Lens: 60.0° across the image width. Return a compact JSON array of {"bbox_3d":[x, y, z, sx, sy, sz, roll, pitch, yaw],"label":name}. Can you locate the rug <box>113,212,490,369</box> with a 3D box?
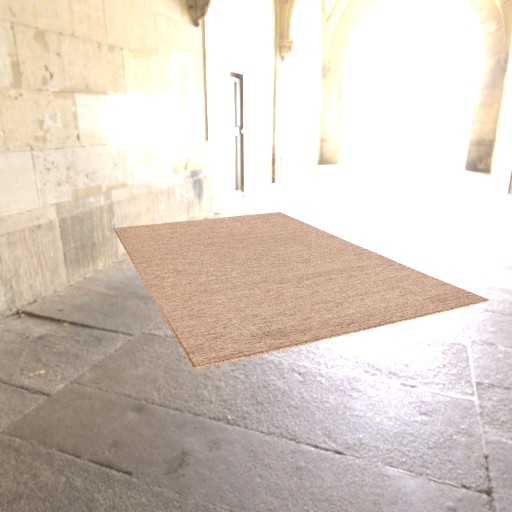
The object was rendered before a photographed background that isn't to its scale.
[{"bbox_3d":[0.000,0.000,2.334,1.225,0.013,1.840,-8,19,-23],"label":"rug"}]
